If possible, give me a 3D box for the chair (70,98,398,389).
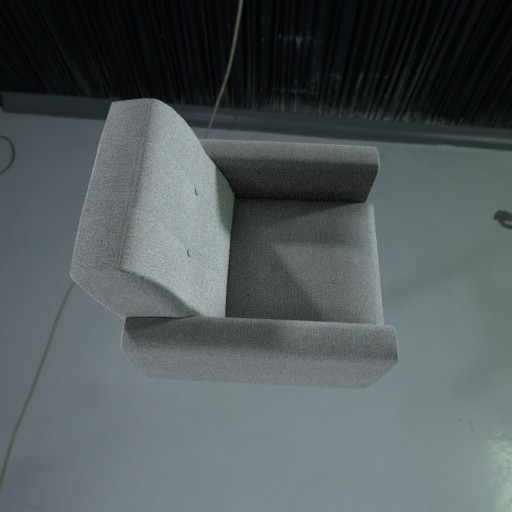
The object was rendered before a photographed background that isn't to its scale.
[{"bbox_3d":[0.000,0.000,1.647,0.942,0.968,0.845,2,64,1],"label":"chair"}]
